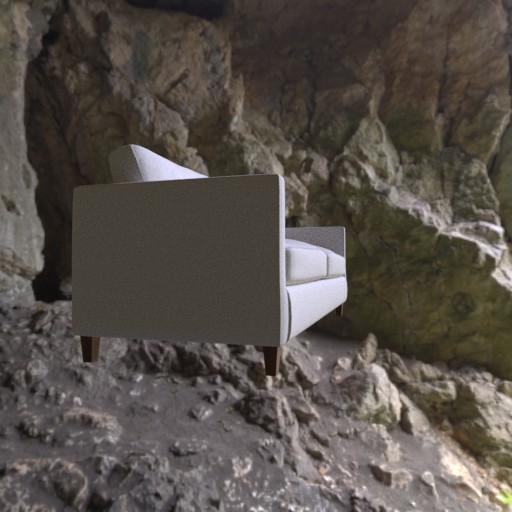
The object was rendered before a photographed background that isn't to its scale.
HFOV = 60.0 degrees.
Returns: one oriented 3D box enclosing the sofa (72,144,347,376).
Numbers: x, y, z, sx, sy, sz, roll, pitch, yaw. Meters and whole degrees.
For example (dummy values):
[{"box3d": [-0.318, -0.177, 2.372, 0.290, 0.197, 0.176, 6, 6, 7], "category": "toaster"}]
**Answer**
[{"box3d": [0.000, 0.000, 2.857, 0.951, 0.962, 2.361, 0, -2, 17], "category": "sofa"}]
